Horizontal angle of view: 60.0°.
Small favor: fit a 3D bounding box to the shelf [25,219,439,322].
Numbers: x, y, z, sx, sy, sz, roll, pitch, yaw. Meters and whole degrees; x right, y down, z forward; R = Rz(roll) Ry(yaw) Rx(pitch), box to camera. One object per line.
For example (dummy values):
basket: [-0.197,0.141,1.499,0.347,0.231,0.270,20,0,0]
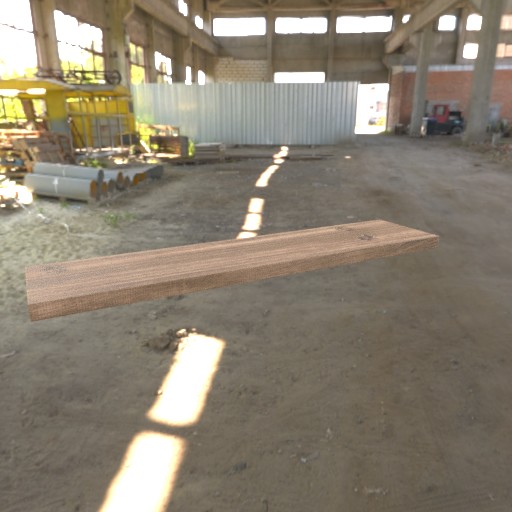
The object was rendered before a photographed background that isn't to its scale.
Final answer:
shelf: [0.000,0.000,0.659,0.610,0.020,0.140,-9,19,-26]
